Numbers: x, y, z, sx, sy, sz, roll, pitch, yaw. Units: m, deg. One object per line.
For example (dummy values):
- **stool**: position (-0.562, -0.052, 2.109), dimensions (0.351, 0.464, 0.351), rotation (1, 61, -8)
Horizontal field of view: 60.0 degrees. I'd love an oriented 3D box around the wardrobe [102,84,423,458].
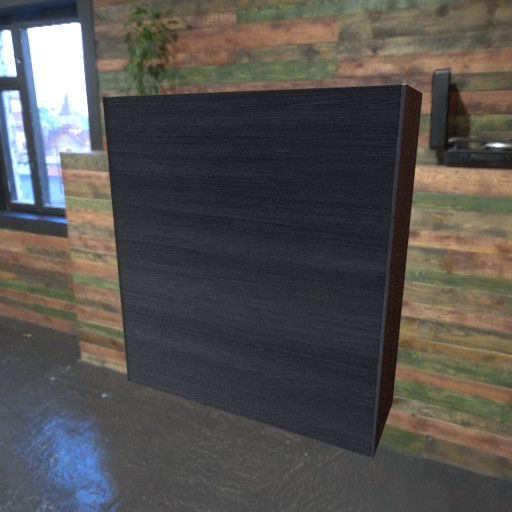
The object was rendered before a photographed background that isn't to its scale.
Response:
- **wardrobe**: position (0.000, 0.000, 2.854), dimensions (1.780, 1.960, 0.629), rotation (8, 18, 25)
